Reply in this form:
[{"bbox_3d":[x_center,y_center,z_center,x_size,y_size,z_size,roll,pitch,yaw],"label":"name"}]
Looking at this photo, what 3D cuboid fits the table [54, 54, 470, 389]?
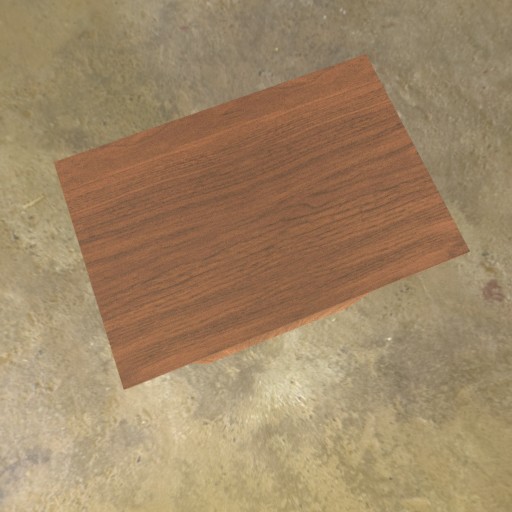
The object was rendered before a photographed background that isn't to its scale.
[{"bbox_3d":[0.000,0.000,1.086,0.589,0.711,0.406,-21,77,-5],"label":"table"}]
